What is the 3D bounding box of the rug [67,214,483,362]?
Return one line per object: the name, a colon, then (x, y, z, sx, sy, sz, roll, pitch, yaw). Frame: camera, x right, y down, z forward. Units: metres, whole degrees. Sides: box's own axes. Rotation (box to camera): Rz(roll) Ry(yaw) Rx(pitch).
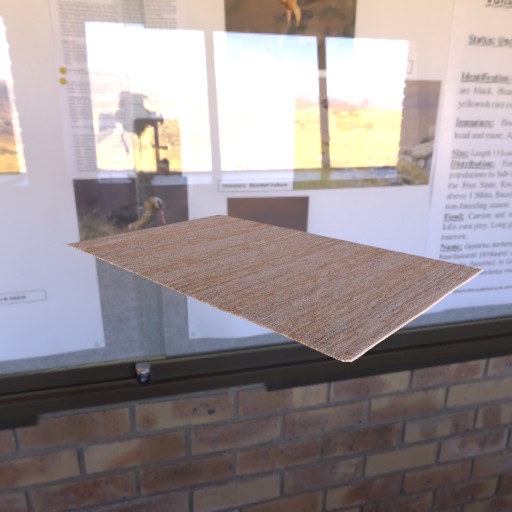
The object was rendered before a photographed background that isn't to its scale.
rug: (0.000, 0.000, 3.018, 2.446, 0.009, 1.529, 16, 23, 41)
